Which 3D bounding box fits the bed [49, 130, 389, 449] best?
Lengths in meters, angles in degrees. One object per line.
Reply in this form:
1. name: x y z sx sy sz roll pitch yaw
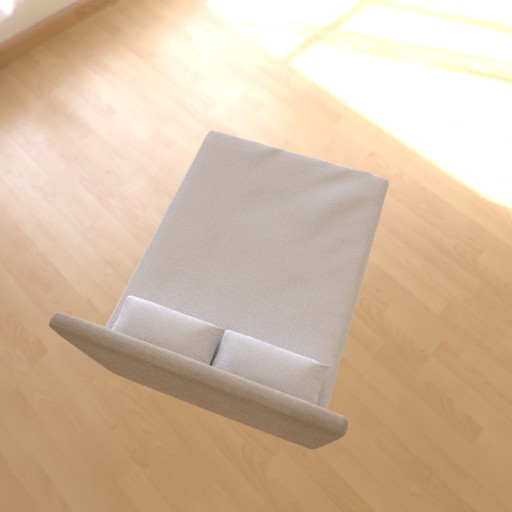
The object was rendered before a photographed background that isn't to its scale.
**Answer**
1. bed: 0.000 0.000 3.258 1.713 1.330 2.162 18 65 9
